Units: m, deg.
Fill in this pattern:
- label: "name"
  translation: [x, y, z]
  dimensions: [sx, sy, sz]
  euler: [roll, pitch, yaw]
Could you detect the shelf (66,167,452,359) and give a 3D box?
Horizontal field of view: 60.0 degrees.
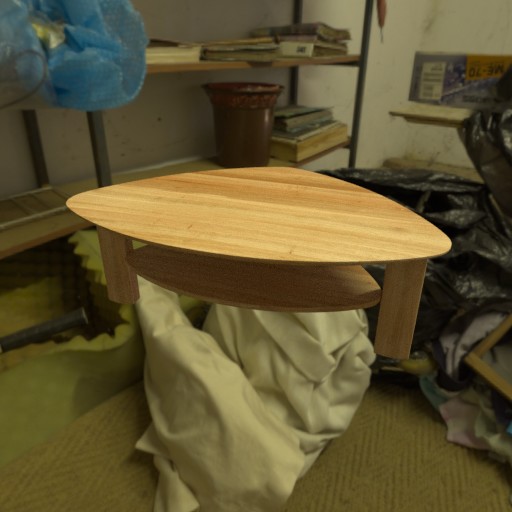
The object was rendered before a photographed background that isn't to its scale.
- label: "shelf"
  translation: [0.000, 0.000, 1.628]
  dimensions: [1.240, 0.439, 0.863]
  euler: [9, 28, 17]
